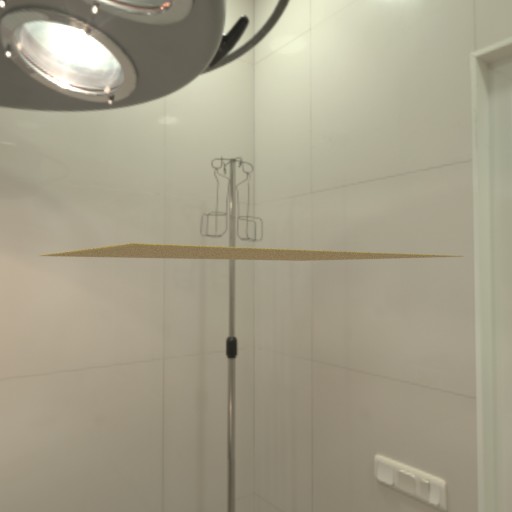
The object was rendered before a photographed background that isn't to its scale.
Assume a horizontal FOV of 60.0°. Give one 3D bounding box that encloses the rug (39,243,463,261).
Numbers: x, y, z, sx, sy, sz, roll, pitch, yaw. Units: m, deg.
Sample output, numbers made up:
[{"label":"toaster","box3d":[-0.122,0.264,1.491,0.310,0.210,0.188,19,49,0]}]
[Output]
[{"label":"rug","box3d":[0.000,0.000,3.664,2.895,0.006,1.981,1,-2,-37]}]
